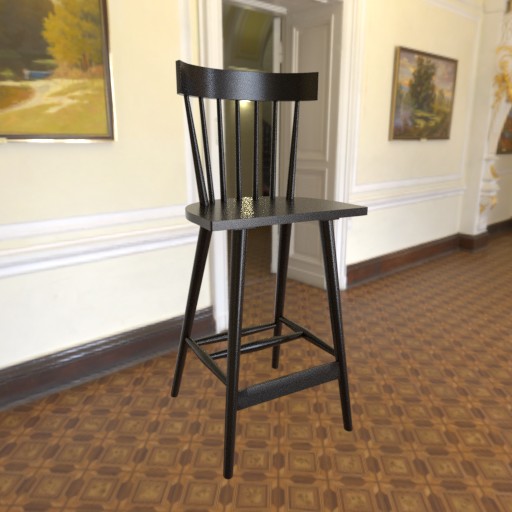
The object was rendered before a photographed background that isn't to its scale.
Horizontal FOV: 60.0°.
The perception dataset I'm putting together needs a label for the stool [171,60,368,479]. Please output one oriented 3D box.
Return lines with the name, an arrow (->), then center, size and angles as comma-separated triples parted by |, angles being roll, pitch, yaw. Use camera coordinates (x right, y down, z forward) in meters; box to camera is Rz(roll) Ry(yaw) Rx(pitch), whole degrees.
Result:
stool -> 0.000, 0.000, 1.371 | 0.482, 1.092, 0.483 | -8, 17, -28
